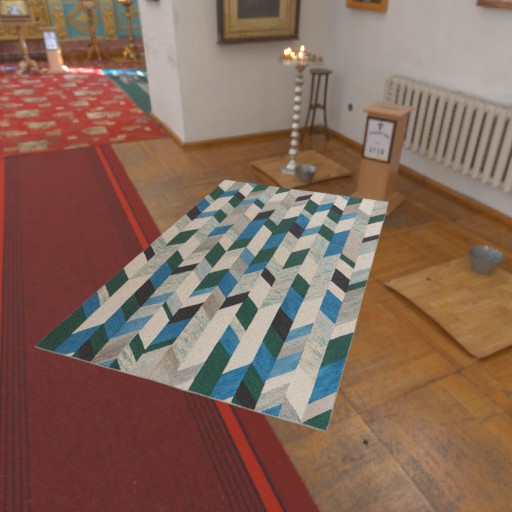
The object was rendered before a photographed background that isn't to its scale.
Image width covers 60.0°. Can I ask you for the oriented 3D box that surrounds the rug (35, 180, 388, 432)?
[{"bbox_3d":[0.000,0.000,2.994,1.507,0.007,2.433,11,33,17],"label":"rug"}]
